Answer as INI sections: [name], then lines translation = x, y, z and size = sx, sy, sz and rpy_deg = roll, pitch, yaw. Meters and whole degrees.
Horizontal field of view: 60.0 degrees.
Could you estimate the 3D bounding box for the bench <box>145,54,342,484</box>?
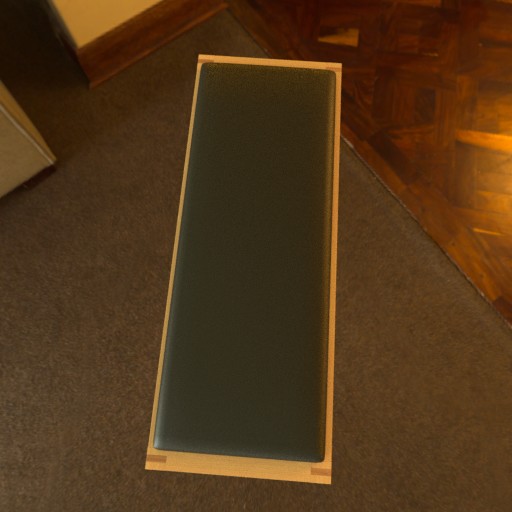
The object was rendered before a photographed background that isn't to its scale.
[bench]
translation = 0.000, 0.000, 1.391
size = 0.450, 0.430, 1.202
rpy_deg = 4, 74, 1
